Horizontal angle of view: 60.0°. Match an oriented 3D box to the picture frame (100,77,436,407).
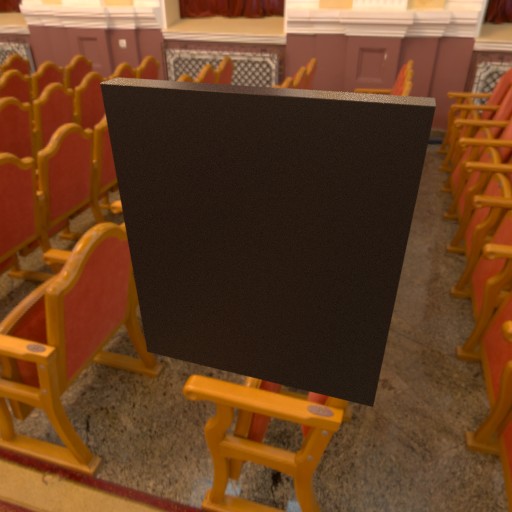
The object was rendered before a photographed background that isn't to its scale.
[{"bbox_3d":[0.000,0.000,0.529,0.328,0.378,0.034,10,33,15],"label":"picture frame"}]
